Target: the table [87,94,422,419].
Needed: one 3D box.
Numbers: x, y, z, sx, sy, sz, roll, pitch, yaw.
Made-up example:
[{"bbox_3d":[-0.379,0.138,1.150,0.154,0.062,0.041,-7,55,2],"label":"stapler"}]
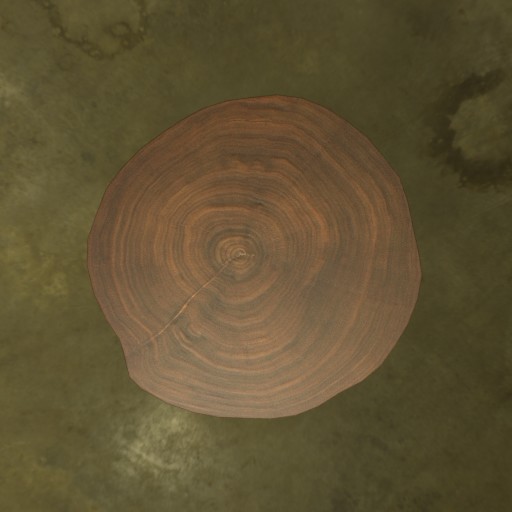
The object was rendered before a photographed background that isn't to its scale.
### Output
[{"bbox_3d":[0.000,0.000,0.888,0.494,0.476,0.477,0,90,1],"label":"table"}]
